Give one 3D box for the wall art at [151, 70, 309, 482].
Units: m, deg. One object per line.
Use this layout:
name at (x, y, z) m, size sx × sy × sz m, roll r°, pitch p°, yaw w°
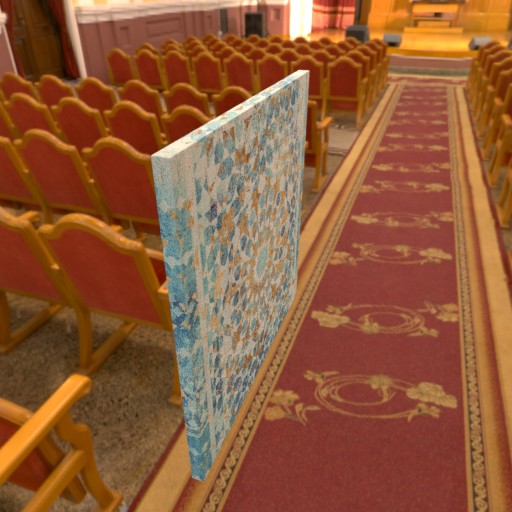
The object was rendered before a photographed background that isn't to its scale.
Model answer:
wall art at (0.000, 0.000, 1.342) m, size 0.040 × 0.916 × 0.916 m, roll 11°, pitch 33°, yaw 17°
